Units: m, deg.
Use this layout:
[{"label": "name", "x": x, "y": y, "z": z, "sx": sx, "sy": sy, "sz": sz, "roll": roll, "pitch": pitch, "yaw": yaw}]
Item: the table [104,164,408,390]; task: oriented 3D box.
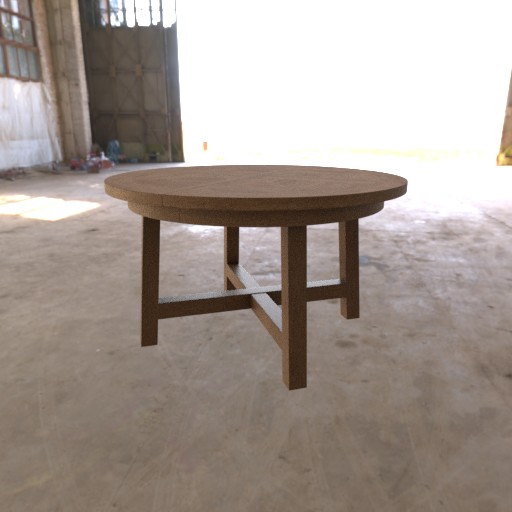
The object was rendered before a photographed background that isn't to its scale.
[{"label": "table", "x": 0.000, "y": 0.000, "z": 2.130, "sx": 1.319, "sy": 0.762, "sz": 1.319, "roll": 0, "pitch": 16, "yaw": 0}]
